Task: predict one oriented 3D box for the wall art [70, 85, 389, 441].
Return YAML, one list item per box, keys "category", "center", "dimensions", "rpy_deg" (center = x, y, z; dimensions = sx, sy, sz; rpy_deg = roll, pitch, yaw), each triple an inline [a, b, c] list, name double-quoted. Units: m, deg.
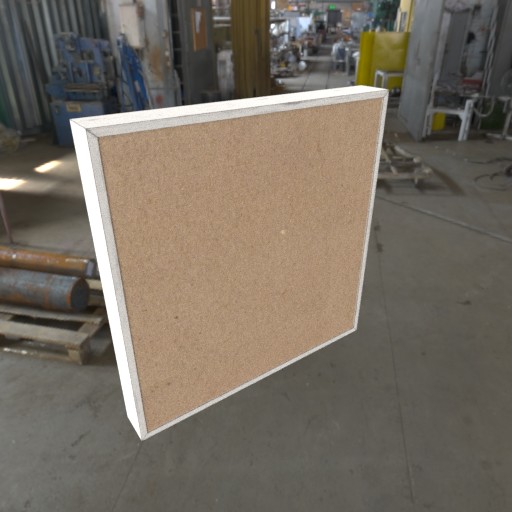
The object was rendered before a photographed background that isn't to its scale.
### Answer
- category: "wall art"
  center: [0.000, 0.000, 0.458]
  dimensions: [0.305, 0.305, 0.038]
  rpy_deg: [-19, 34, -31]
